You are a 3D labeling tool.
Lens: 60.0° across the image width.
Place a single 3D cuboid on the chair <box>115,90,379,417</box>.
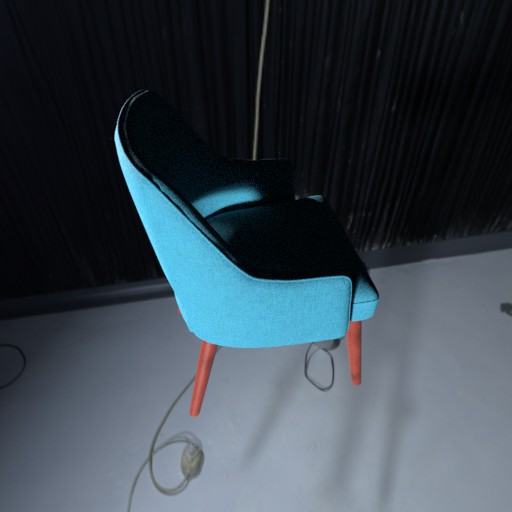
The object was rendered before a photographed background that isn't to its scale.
[{"bbox_3d":[0.000,0.000,1.245,0.605,0.849,0.548,-8,44,-9],"label":"chair"}]
